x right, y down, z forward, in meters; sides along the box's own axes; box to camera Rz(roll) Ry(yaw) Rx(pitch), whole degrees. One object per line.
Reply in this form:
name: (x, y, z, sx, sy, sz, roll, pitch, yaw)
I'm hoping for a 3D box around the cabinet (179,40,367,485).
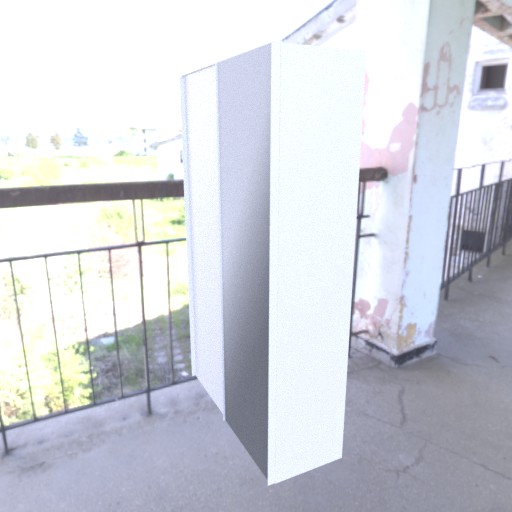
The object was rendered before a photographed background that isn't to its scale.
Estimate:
cabinet: (0.000, 0.000, 2.698, 0.480, 2.160, 1.250, -8, 17, -26)
